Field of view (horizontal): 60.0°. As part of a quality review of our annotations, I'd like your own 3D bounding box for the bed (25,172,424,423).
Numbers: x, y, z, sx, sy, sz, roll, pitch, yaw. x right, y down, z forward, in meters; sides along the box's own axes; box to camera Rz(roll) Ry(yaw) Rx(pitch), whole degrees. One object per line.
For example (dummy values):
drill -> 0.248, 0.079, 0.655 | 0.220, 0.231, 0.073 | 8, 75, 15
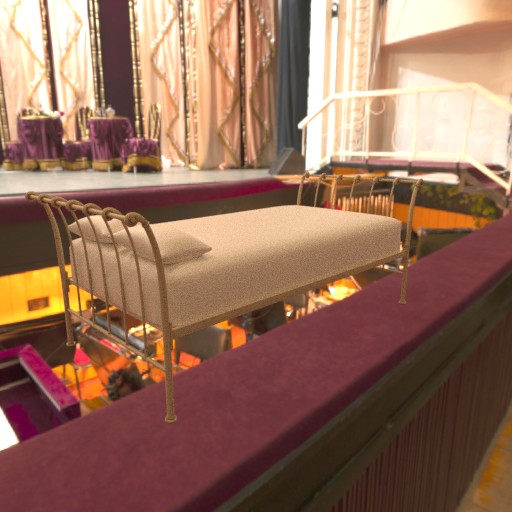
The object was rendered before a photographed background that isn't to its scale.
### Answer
bed -> 0.000, 0.000, 2.705 | 2.228, 0.873, 1.032 | -14, 20, -43
